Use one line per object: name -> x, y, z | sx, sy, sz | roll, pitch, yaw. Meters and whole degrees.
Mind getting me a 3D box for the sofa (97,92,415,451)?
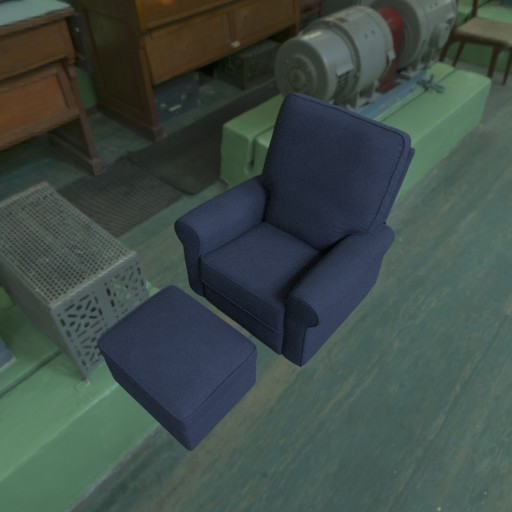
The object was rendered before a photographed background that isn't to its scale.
sofa -> 0.000, 0.000, 2.039 | 0.880, 0.959, 1.478 | 31, 53, 27
